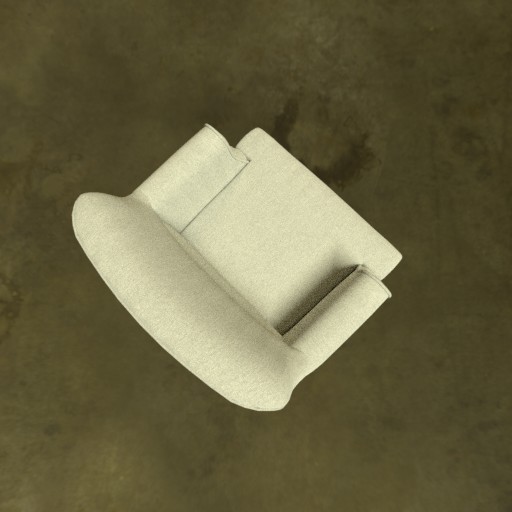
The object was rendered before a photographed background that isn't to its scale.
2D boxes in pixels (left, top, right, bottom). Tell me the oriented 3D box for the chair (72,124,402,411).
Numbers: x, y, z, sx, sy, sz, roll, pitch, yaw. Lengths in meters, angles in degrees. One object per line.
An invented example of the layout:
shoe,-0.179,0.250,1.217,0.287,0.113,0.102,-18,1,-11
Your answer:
chair,0.000,0.000,1.477,0.781,0.875,0.750,44,80,10
